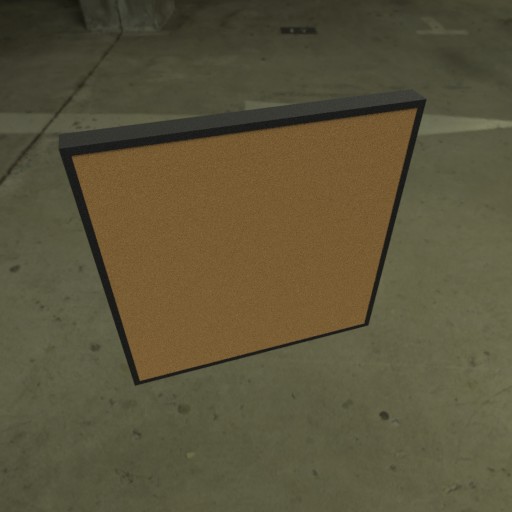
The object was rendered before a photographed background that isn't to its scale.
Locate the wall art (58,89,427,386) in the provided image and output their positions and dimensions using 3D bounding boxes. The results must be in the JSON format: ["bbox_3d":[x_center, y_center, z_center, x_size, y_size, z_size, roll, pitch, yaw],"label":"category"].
[{"bbox_3d":[0.000,0.000,0.770,0.509,0.509,0.040,-12,43,-13],"label":"wall art"}]
